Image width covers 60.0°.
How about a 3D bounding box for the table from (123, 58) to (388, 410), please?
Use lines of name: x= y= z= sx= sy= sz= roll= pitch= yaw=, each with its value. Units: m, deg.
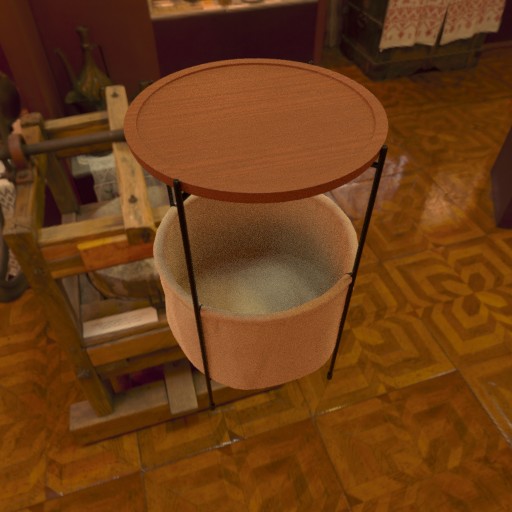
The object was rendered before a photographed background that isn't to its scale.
table: x=0.000 y=0.000 z=0.882 sx=0.393 sy=0.623 sz=0.393 roll=-11 pitch=47 yaw=-11
